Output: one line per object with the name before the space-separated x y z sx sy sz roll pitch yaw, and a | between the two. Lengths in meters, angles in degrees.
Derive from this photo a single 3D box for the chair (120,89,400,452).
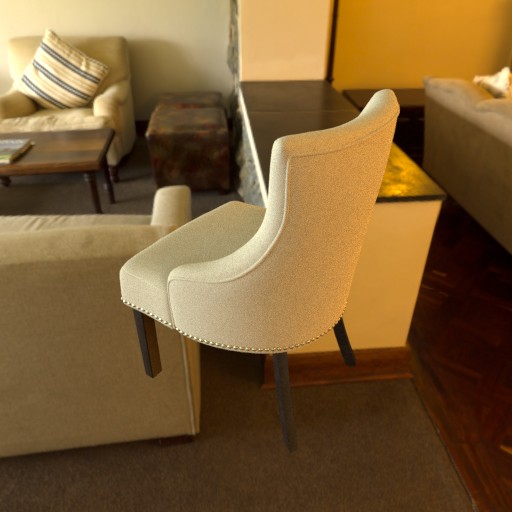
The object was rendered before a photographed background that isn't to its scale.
chair | 0.000 0.000 1.292 0.629 0.909 0.566 21 38 29
